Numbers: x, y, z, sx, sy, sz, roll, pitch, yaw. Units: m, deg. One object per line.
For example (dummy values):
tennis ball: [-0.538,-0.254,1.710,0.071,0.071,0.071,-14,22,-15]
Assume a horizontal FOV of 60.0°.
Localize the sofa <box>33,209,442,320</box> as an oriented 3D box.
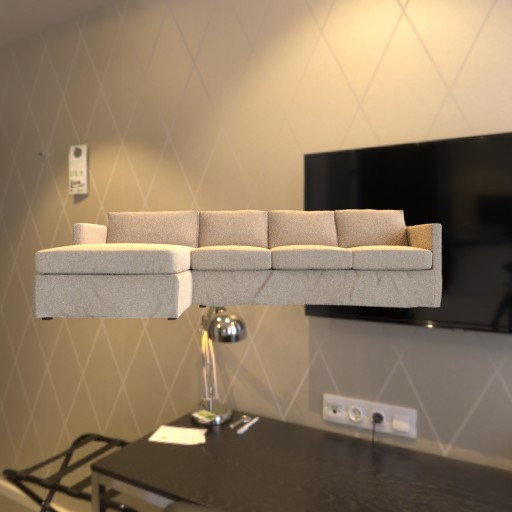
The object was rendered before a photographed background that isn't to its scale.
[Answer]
sofa: [0.000,0.000,3.897,3.205,0.922,1.650,0,1,0]
